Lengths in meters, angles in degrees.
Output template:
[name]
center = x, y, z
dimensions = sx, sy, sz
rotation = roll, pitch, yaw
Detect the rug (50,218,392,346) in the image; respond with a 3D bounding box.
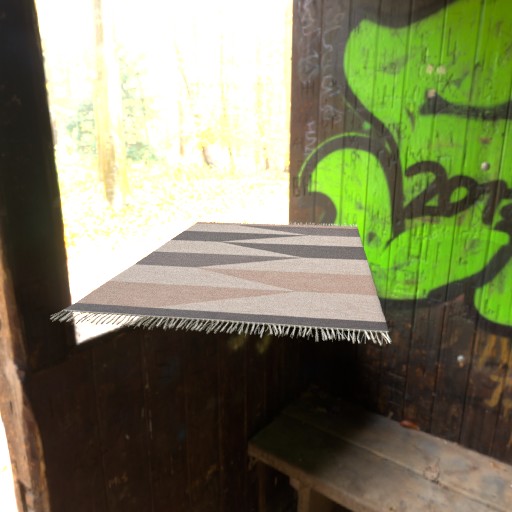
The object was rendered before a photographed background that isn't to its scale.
[rug]
center = 0.000, 0.000, 2.486
dimensions = 1.224, 0.027, 2.021
rotation = 2, 16, 9
